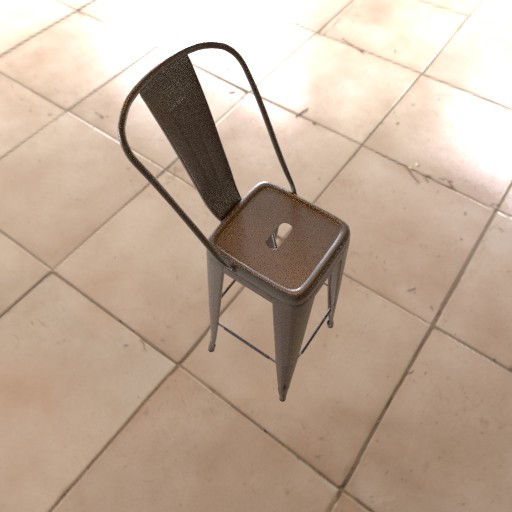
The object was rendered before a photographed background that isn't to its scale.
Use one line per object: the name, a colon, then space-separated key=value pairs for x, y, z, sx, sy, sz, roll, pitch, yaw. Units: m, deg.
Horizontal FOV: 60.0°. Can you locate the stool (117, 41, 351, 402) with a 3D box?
stool: x=0.000 y=0.000 z=1.334 sx=0.513 sy=1.096 sz=0.399 roll=31 pitch=63 yaw=18
